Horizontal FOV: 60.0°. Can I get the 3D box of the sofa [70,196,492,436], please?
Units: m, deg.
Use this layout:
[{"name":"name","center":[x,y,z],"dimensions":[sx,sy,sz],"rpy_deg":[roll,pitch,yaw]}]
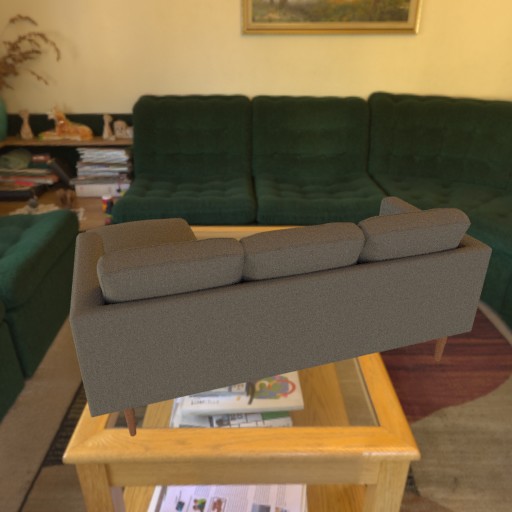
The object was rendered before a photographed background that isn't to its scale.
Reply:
[{"name":"sofa","center":[0.000,0.000,2.752],"dimensions":[2.031,0.897,1.591],"rpy_deg":[-8,27,-16]}]
